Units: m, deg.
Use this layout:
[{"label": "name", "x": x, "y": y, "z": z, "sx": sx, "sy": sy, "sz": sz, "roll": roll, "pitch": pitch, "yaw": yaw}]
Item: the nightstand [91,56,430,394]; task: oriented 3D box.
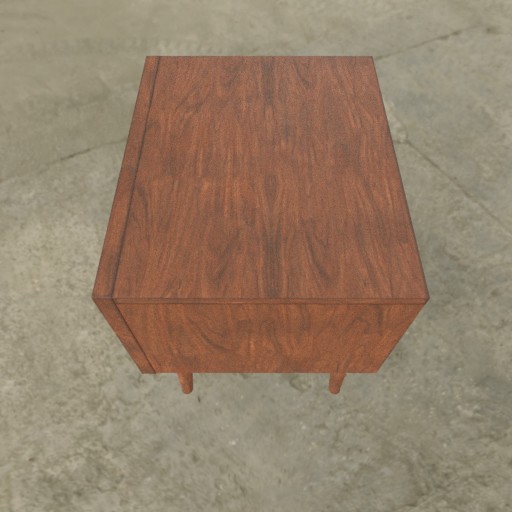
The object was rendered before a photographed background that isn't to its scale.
[{"label": "nightstand", "x": 0.000, "y": 0.000, "z": 0.961, "sx": 0.445, "sy": 0.607, "sz": 0.521, "roll": 0, "pitch": 57, "yaw": 0}]
